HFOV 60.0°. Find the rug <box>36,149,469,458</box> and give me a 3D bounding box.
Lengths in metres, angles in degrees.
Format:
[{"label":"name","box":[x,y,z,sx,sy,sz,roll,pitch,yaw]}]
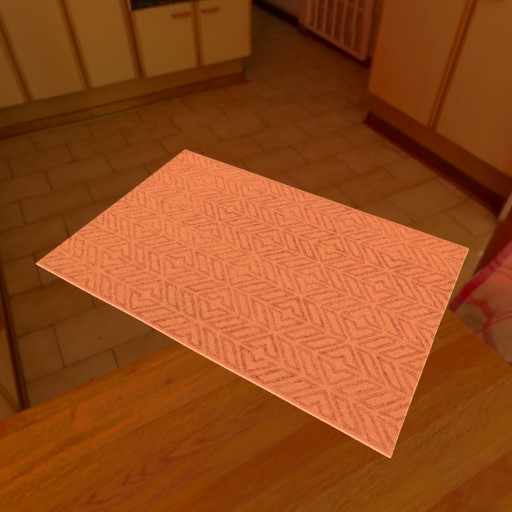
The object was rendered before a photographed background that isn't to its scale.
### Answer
[{"label":"rug","box":[0.000,0.000,2.247,1.828,0.007,1.220,23,50,21]}]
